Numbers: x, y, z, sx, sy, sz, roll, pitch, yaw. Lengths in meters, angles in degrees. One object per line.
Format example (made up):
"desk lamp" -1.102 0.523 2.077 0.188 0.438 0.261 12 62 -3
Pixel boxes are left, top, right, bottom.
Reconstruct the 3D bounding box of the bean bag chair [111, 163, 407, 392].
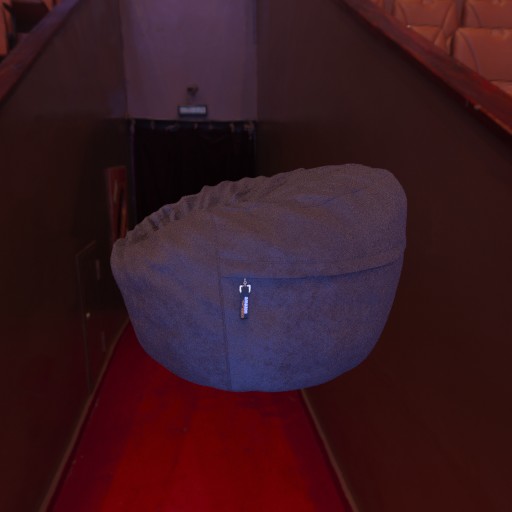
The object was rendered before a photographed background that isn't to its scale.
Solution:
"bean bag chair" 0.000 0.000 2.030 1.245 0.821 1.245 0 14 0
